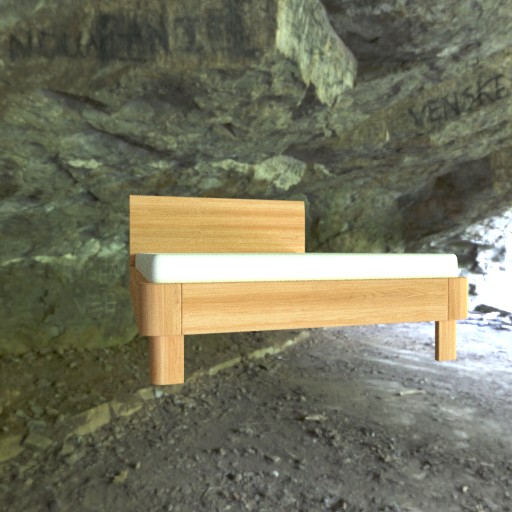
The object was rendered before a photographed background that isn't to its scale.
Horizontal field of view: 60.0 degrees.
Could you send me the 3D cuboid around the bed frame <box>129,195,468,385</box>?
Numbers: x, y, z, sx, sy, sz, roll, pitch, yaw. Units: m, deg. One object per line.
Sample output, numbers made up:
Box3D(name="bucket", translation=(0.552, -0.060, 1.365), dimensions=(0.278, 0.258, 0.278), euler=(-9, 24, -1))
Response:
Box3D(name="bed frame", translation=(0.000, 0.000, 2.742), dimensions=(1.472, 0.940, 1.992), euler=(0, 1, -17))
